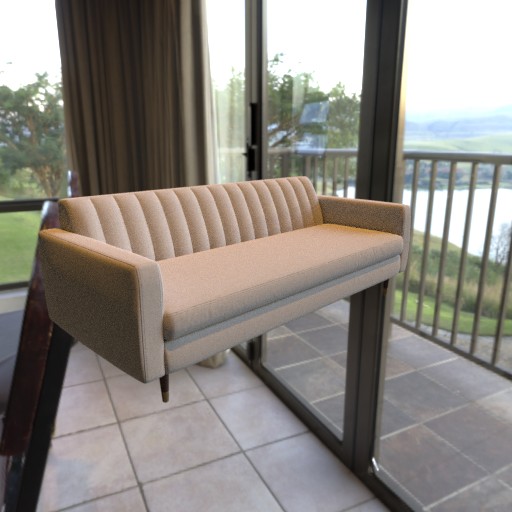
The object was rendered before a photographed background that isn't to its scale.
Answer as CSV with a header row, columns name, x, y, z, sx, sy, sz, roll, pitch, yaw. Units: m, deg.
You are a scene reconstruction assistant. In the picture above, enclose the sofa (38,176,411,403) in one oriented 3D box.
name,x,y,z,sx,sy,sz,roll,pitch,yaw
sofa,0.000,0.000,2.774,0.990,0.821,2.291,14,21,43
